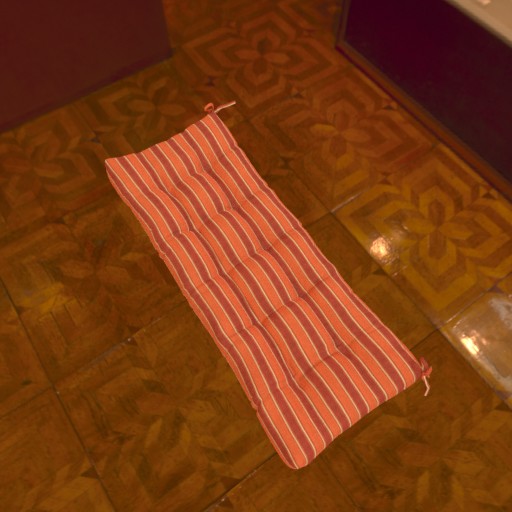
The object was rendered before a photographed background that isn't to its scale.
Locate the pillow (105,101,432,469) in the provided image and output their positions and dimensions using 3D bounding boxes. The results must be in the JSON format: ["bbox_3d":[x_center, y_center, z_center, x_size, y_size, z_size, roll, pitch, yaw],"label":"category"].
[{"bbox_3d":[0.000,0.000,1.364,0.511,0.174,1.194,-30,67,-14],"label":"pillow"}]
